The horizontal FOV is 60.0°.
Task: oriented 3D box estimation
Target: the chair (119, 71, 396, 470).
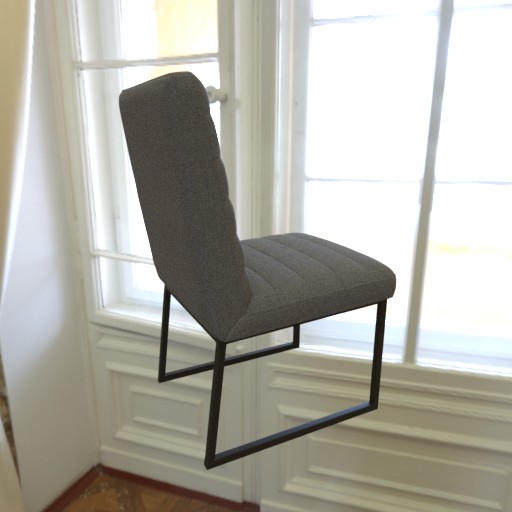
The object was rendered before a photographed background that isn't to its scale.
[{"bbox_3d":[0.000,0.000,1.289,0.634,0.930,0.520,-8,18,-26],"label":"chair"}]
